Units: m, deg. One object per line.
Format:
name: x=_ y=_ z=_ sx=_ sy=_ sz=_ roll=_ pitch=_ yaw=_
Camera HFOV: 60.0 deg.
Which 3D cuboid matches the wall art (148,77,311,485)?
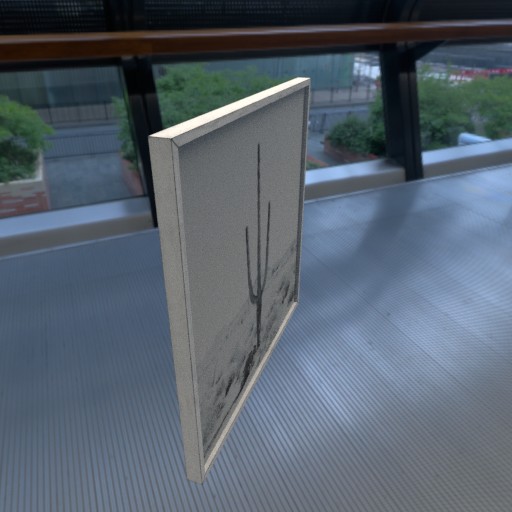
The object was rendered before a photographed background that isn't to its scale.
wall art: x=0.000 y=0.000 z=1.120 sx=0.038 sy=0.762 sz=0.762 roll=10 pitch=30 yaw=18
